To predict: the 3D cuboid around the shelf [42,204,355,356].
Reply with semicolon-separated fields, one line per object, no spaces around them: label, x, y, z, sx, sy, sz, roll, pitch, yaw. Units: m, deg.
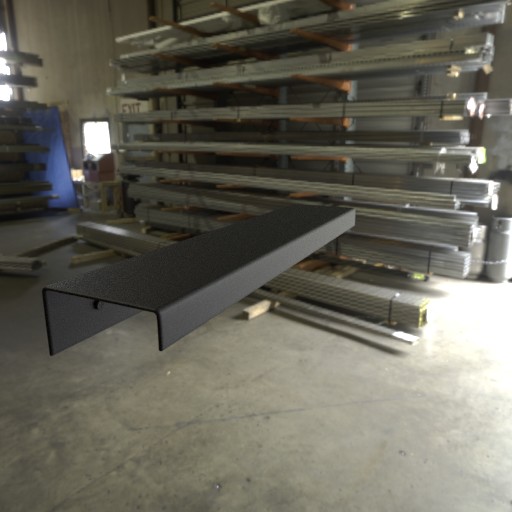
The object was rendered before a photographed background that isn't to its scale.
shelf;0.000;0.000;0.484;0.102;0.053;0.456;7;16;26
